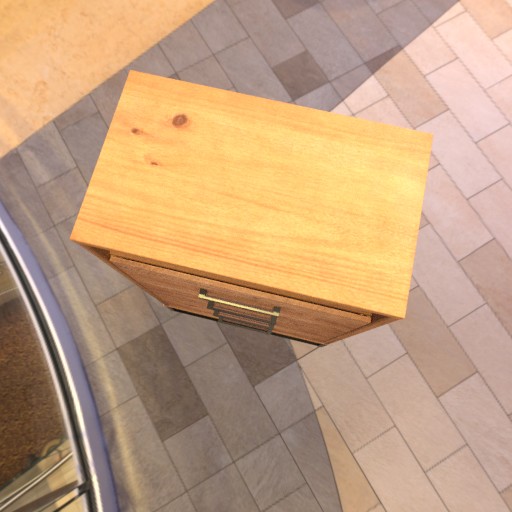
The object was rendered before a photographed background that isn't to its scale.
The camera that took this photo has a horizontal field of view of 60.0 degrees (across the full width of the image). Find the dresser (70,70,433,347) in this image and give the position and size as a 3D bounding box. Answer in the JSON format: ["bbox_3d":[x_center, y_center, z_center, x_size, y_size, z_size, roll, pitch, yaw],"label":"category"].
[{"bbox_3d":[0.000,0.000,1.619,0.761,1.240,0.479,13,76,3],"label":"dresser"}]
